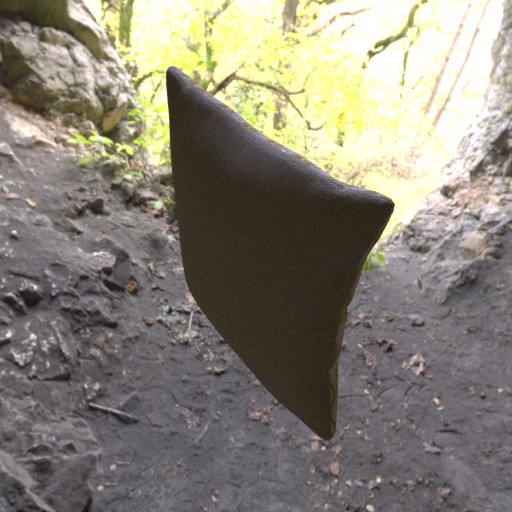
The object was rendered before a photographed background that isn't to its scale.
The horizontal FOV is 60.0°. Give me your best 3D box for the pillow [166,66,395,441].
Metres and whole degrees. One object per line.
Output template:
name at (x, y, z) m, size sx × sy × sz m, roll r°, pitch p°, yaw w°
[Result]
pillow at (0.000, 0.000, 0.654) m, size 0.159 × 0.436 × 0.429 m, roll -25°, pitch 47°, yaw -26°
